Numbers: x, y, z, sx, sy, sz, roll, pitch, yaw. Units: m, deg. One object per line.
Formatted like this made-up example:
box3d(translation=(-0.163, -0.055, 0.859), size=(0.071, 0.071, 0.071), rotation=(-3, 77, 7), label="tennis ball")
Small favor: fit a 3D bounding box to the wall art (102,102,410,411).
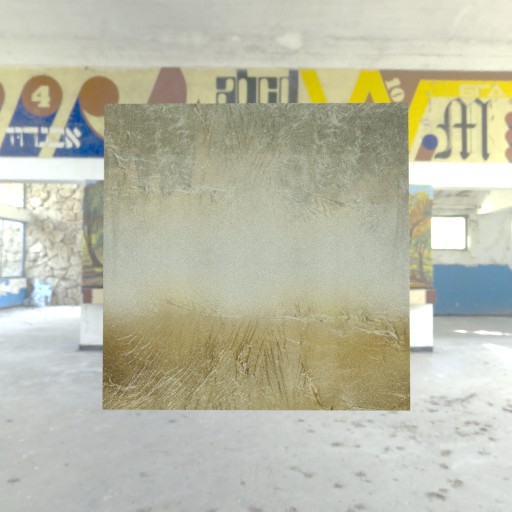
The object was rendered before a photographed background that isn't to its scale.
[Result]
box3d(translation=(0.000, 0.000, 0.606), size=(0.405, 0.407, 0.038), rotation=(0, -1, 1), label="wall art")
